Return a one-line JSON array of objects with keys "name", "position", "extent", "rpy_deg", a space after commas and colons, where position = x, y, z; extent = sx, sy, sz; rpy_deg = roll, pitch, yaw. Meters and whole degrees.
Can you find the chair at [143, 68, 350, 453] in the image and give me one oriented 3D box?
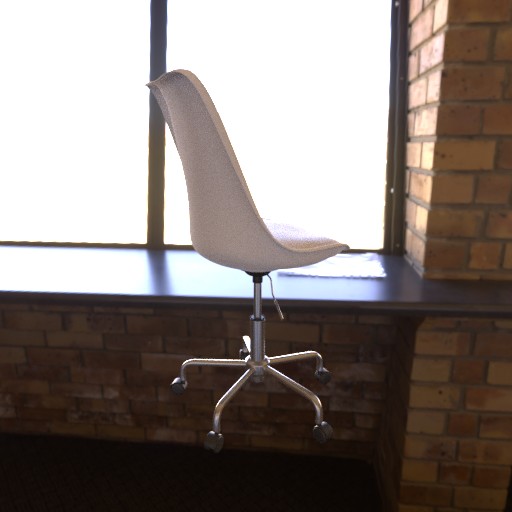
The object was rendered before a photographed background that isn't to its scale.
[{"name": "chair", "position": [0.000, 0.000, 1.264], "extent": [0.550, 0.930, 0.550], "rpy_deg": [-7, 16, -25]}]
